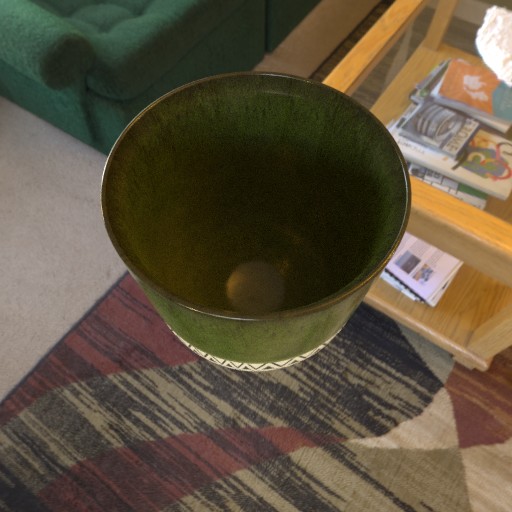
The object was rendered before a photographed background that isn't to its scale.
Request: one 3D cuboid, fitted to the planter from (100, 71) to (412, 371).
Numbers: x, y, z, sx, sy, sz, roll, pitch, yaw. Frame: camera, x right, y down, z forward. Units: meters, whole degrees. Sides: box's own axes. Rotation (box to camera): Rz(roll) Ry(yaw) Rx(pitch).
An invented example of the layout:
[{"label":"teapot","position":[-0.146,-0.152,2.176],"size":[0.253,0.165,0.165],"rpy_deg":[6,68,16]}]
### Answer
[{"label":"planter","position":[0.000,0.000,0.471],"size":[0.245,0.270,0.245],"rpy_deg":[0,61,0]}]
